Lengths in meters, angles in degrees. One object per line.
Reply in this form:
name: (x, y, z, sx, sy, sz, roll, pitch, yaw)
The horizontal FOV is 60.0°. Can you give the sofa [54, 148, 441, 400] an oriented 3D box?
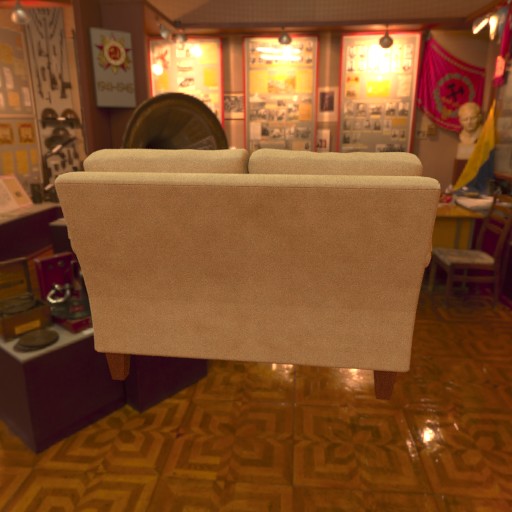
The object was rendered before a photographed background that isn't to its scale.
sofa: (0.000, 0.000, 2.249, 1.498, 1.087, 1.086, 2, 17, 7)
